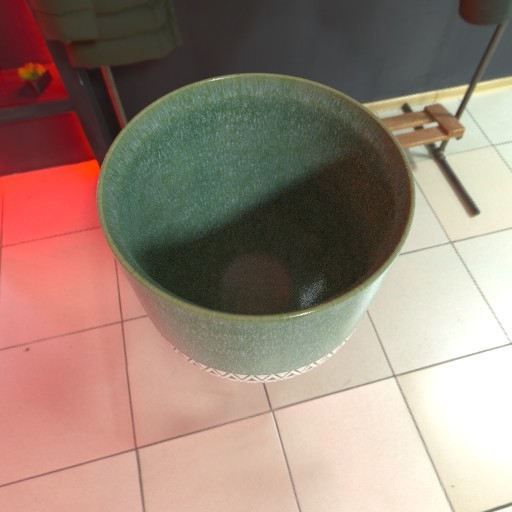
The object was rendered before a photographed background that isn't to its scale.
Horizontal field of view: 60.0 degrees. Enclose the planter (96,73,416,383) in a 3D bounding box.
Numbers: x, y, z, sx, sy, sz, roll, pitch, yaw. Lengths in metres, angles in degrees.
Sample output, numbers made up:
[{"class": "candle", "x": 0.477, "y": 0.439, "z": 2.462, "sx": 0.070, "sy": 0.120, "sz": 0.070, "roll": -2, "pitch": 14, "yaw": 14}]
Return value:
[{"class": "planter", "x": 0.000, "y": 0.000, "z": 0.489, "sx": 0.266, "sy": 0.270, "sz": 0.266, "roll": 0, "pitch": 59, "yaw": 0}]
